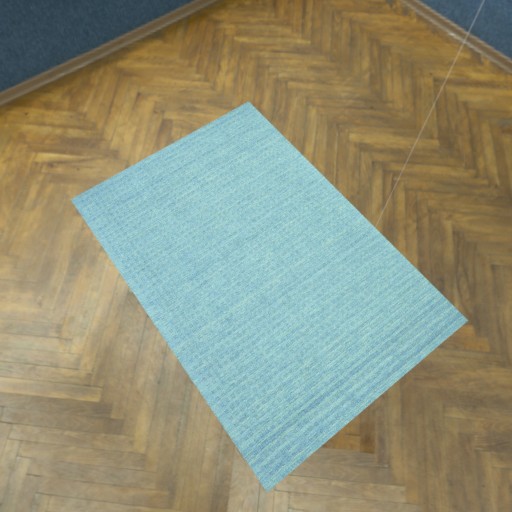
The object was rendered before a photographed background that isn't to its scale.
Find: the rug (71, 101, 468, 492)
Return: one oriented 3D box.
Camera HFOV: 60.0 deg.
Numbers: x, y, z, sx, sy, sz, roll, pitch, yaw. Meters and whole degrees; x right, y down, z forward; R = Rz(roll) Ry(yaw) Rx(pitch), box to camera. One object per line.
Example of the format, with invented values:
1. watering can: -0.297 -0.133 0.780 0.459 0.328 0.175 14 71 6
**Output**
1. rug: 0.000 0.000 3.724 1.982 0.006 2.895 -34 68 -15
